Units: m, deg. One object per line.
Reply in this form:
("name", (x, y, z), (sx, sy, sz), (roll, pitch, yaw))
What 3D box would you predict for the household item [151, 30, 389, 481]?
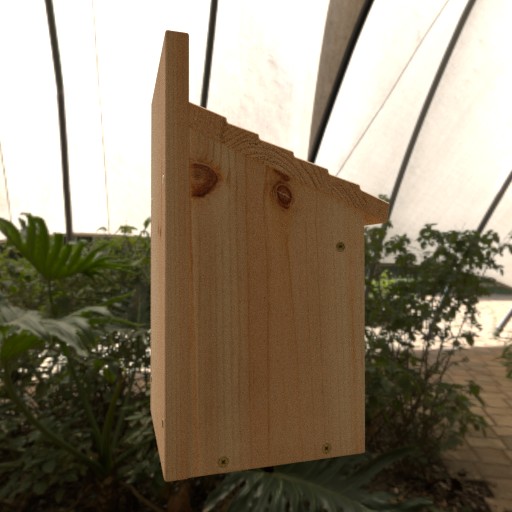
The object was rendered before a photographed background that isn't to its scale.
("household item", (0.000, 0.000, 0.388), (0.171, 0.300, 0.149), (0, -1, -17))
